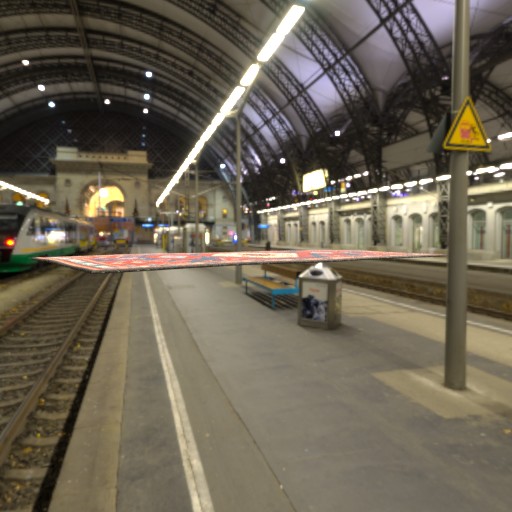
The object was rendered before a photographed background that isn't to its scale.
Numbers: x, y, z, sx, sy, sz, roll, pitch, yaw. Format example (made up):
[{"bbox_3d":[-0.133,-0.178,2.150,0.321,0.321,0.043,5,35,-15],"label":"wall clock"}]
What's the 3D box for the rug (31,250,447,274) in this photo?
[{"bbox_3d":[0.000,0.000,3.579,3.032,0.034,1.522,-2,3,-36],"label":"rug"}]
